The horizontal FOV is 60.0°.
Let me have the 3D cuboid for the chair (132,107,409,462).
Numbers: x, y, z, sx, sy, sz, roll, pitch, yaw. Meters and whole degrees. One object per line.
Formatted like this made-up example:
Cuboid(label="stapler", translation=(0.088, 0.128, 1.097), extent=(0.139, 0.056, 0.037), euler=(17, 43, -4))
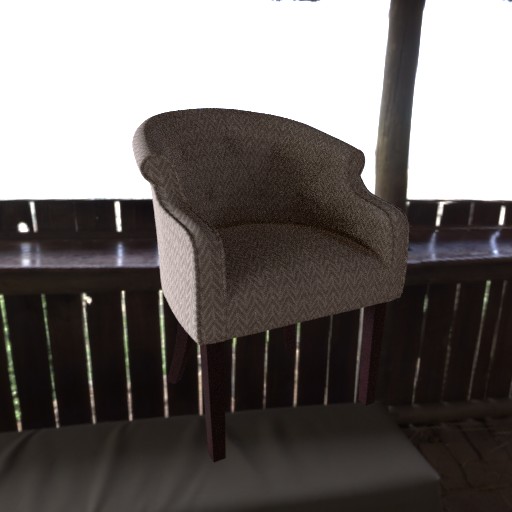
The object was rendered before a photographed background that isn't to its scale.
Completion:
Cuboid(label="chair", translation=(0.000, 0.000, 1.315), extent=(0.686, 0.858, 0.613), euler=(-8, 18, -28))
